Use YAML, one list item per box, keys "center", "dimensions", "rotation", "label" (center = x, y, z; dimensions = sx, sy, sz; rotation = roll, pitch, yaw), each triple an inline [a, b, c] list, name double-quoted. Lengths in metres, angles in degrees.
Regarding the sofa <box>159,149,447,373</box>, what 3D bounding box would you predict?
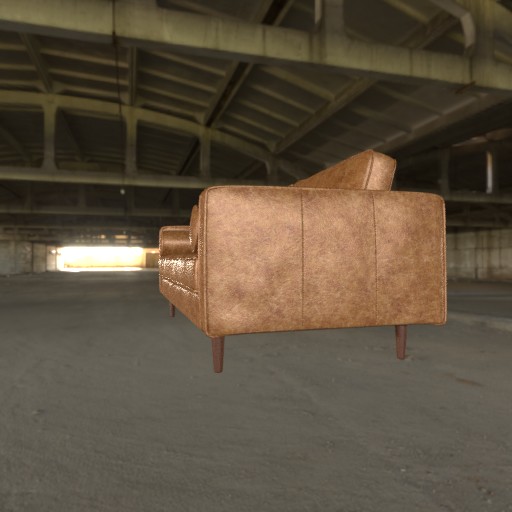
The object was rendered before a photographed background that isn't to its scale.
- center: [0.000, 0.000, 2.407]
  dimensions: [0.924, 0.825, 1.920]
  rotation: [0, -1, -16]
  label: "sofa"
